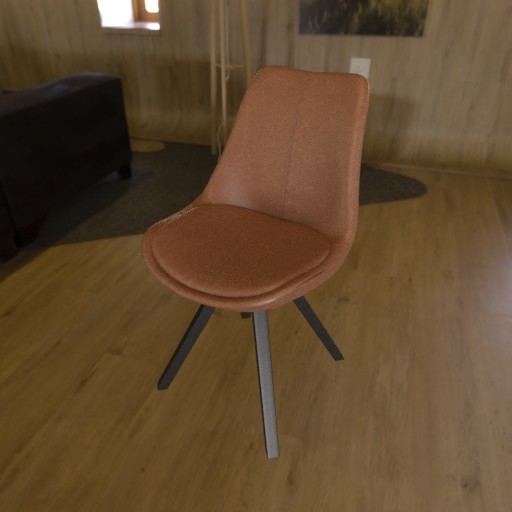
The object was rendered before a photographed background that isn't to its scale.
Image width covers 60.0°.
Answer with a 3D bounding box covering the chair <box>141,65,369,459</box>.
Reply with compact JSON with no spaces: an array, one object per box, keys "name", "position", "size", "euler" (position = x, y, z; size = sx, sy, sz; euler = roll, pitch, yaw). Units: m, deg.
[{"name":"chair","position":[0.000,0.000,1.162],"size":[0.475,0.850,0.550],"euler":[20,37,29]}]
